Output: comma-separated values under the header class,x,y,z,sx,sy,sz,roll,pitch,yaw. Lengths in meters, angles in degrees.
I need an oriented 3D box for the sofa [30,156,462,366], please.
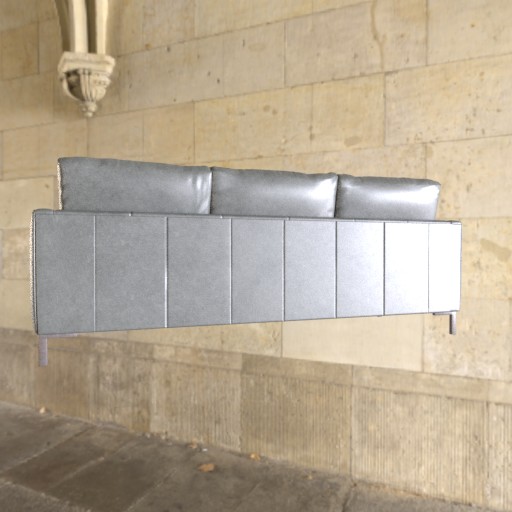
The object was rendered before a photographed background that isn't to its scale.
class,x,y,z,sx,sy,sz,roll,pitch,yaw
sofa,0.000,0.000,2.300,2.029,0.805,0.748,0,1,-19
